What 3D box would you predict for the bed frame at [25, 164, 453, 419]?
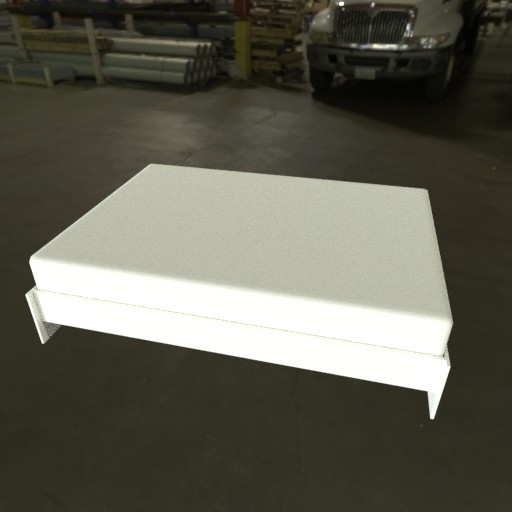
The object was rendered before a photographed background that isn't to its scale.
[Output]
[{"bbox_3d":[0.000,0.000,2.581,1.945,0.497,1.445,8,33,12],"label":"bed frame"}]
